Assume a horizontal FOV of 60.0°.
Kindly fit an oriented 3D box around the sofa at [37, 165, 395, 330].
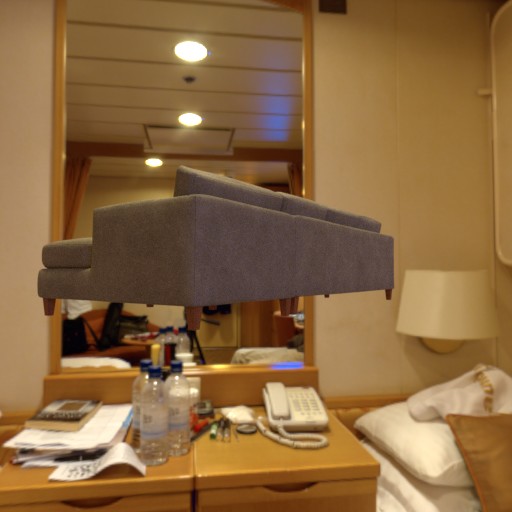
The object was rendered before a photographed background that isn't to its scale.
[{"bbox_3d":[0.000,0.000,4.231,1.604,0.950,3.471,-2,-3,35],"label":"sofa"}]
